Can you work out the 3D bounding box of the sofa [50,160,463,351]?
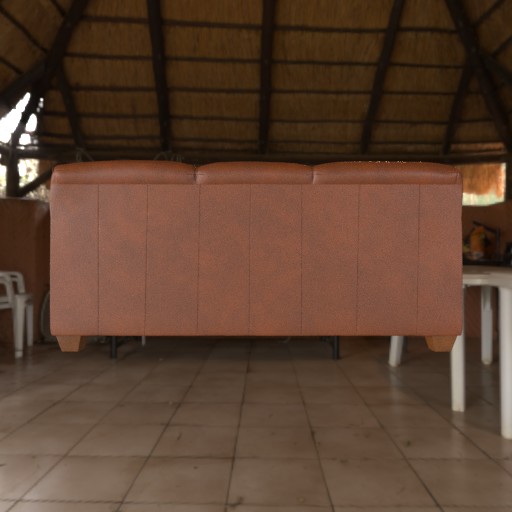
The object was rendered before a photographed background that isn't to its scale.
[{"bbox_3d":[0.000,0.000,2.621,2.039,0.953,1.008,0,-1,0],"label":"sofa"}]
